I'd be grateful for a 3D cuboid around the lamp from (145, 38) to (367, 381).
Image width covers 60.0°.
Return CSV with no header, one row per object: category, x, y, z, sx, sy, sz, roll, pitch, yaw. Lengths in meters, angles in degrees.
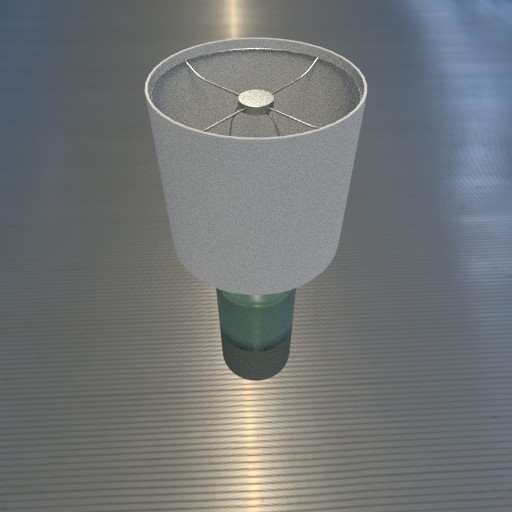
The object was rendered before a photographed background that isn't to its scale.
lamp,0.000,0.000,0.606,0.212,0.493,0.212,33,55,27
